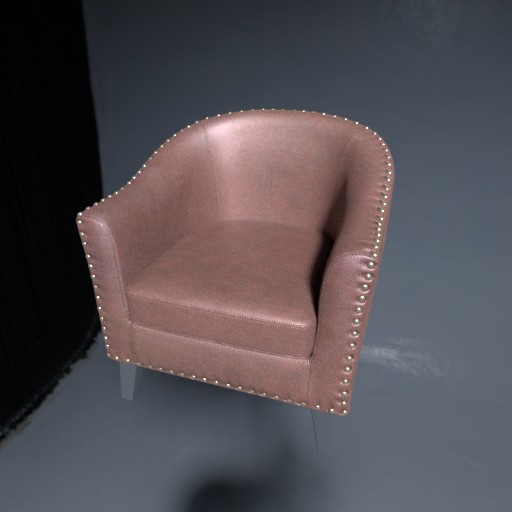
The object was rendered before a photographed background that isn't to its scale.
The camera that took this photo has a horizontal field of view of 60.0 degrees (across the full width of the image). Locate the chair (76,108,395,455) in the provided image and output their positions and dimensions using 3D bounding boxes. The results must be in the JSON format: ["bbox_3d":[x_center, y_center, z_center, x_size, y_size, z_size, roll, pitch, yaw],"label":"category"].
[{"bbox_3d":[0.000,0.000,1.441,0.794,0.823,0.748,9,27,17],"label":"chair"}]
